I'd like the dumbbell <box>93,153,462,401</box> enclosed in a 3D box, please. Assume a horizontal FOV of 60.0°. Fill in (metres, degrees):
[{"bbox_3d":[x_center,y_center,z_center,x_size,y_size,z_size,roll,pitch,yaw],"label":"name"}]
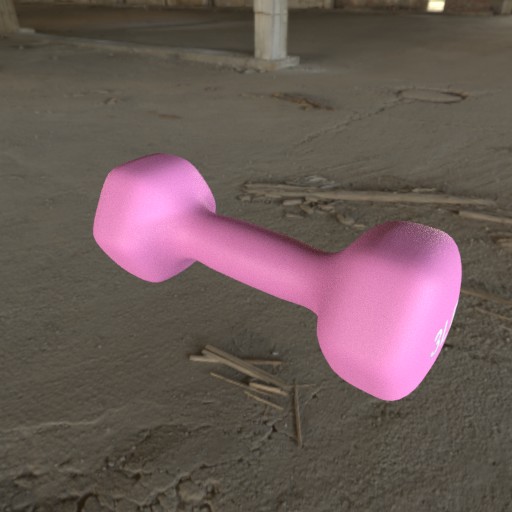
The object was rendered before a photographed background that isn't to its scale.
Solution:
[{"bbox_3d":[0.000,0.000,0.189,0.159,0.058,0.064,22,38,31],"label":"dumbbell"}]
